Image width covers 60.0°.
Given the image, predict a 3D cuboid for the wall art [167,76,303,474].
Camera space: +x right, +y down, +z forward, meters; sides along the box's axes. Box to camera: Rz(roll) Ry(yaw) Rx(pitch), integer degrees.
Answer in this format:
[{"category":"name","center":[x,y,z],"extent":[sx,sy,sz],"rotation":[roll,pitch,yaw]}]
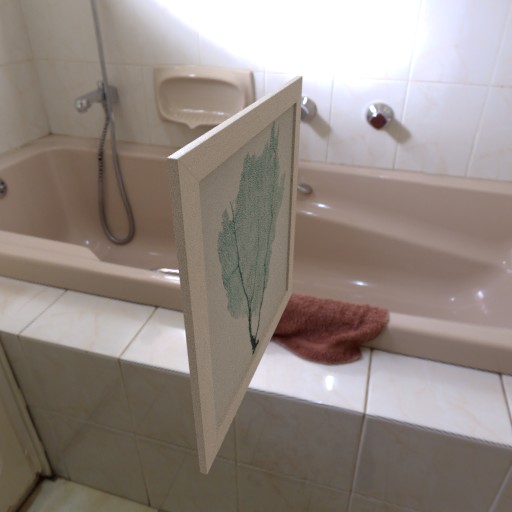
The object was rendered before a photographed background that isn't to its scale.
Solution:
[{"category":"wall art","center":[0.000,0.000,0.869],"extent":[0.015,0.577,0.572],"rotation":[10,33,16]}]
